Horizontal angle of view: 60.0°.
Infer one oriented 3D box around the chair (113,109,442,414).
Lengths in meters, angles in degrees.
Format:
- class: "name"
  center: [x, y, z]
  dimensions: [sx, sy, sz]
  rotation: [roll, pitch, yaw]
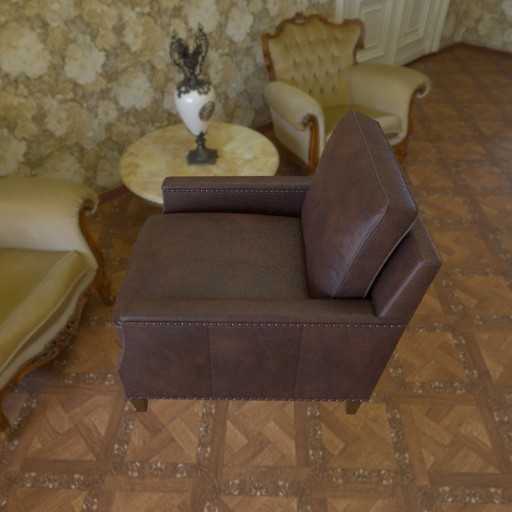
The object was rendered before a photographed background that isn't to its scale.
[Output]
- class: "chair"
  center: [0.000, 0.000, 1.726]
  dimensions: [1.014, 0.929, 0.853]
  rotation: [0, 40, 1]
